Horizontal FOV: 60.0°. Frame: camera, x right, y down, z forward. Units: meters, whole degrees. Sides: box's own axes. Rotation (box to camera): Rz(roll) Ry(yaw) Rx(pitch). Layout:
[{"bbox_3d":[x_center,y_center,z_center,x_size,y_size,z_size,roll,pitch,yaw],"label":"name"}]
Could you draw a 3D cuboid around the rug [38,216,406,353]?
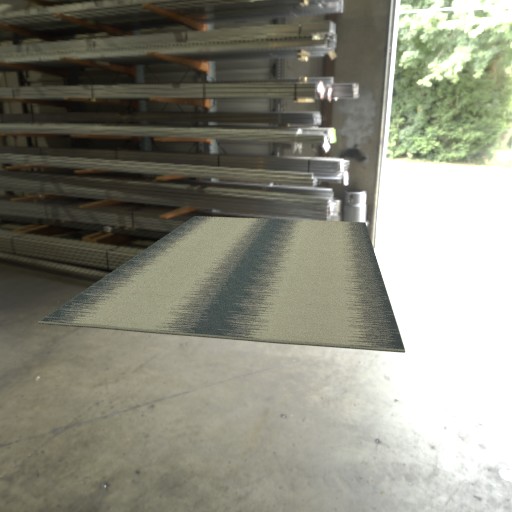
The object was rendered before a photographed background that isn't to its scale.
[{"bbox_3d":[0.000,0.000,2.312,1.234,0.006,1.854,3,17,9],"label":"rug"}]
